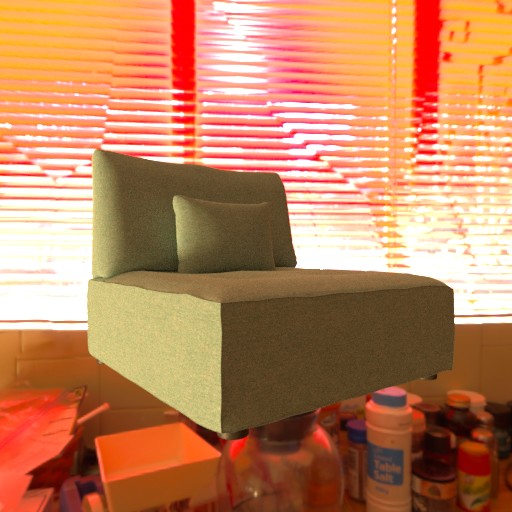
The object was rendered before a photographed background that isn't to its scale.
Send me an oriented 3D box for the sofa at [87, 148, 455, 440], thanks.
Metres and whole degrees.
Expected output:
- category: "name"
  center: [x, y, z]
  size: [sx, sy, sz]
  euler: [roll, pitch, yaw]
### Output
- category: "sofa"
  center: [0.000, 0.000, 1.615]
  size: [0.930, 0.820, 1.000]
  euler: [0, 1, -36]
